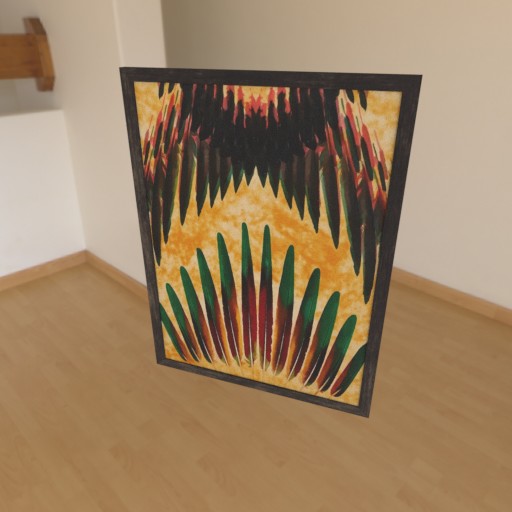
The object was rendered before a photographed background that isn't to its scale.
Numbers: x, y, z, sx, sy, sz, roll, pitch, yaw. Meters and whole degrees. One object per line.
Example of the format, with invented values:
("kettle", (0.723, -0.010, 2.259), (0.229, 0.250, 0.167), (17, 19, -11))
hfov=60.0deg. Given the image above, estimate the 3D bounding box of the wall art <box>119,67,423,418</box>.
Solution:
("wall art", (0.000, 0.000, 1.379), (0.812, 1.066, 0.029), (9, 28, 17))
